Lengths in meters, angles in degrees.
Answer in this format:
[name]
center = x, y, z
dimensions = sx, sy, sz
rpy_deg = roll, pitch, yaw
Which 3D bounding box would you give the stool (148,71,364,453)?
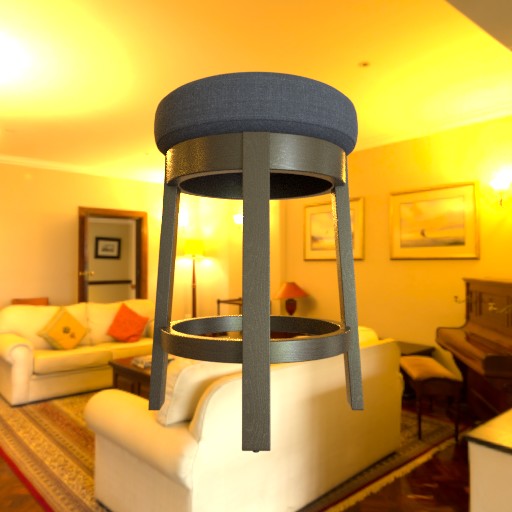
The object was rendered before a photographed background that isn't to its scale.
[stool]
center = 0.000, 0.000, 0.952
dimensions = 0.449, 0.655, 0.449
rpy_deg = 0, -1, 0
